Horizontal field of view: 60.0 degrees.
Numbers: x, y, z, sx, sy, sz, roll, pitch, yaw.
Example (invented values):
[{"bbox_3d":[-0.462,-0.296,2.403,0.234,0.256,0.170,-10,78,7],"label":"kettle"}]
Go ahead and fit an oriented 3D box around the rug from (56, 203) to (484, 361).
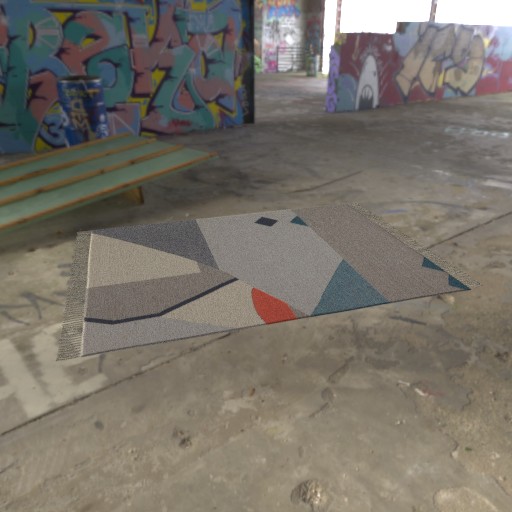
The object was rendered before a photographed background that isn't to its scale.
[{"bbox_3d":[0.000,0.000,2.308,1.828,0.005,1.220,-7,27,-15],"label":"rug"}]
